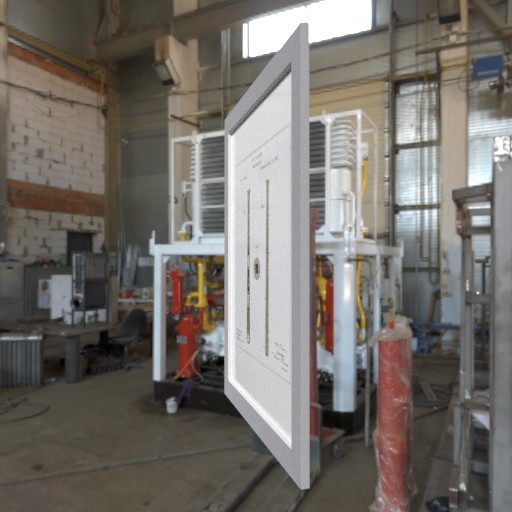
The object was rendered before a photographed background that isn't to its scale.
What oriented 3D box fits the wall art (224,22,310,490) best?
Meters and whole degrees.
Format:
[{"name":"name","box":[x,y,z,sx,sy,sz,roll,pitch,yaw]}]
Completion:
[{"name":"wall art","box":[0.000,0.000,0.680,0.012,0.529,0.374,0,0,-17]}]
